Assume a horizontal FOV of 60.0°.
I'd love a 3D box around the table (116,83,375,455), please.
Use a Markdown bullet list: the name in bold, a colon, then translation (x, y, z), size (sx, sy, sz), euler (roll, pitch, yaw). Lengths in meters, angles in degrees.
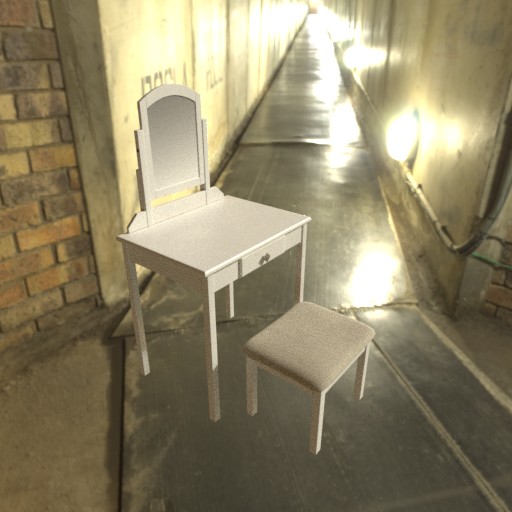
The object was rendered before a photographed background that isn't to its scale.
- **table**: translation (0.000, 0.000, 2.325), size (1.211, 1.631, 0.876), euler (19, 32, 34)
